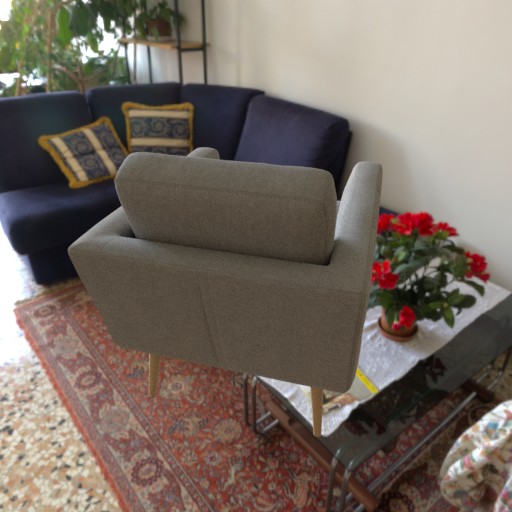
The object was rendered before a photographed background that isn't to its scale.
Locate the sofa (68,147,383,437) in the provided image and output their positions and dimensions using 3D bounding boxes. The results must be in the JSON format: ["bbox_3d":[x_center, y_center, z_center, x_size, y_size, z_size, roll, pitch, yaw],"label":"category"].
[{"bbox_3d":[0.000,0.000,1.511,0.770,0.860,0.920,8,32,14],"label":"sofa"}]
